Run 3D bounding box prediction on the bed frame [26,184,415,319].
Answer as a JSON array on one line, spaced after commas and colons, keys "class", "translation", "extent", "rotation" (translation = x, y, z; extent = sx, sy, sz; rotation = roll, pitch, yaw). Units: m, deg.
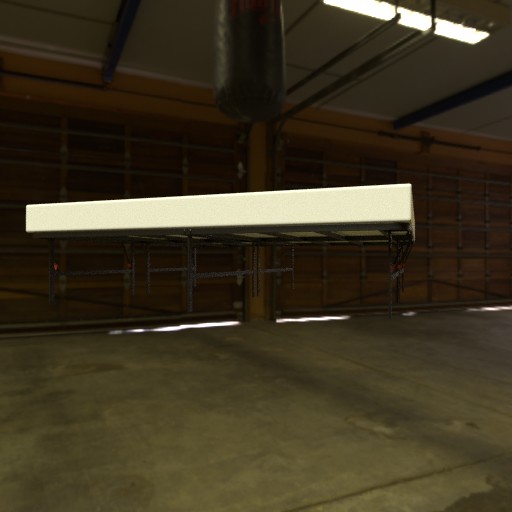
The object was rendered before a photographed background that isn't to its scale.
[{"class": "bed frame", "translation": [0.000, 0.000, 3.031], "extent": [2.032, 0.559, 1.930], "rotation": [0, -1, 20]}]
